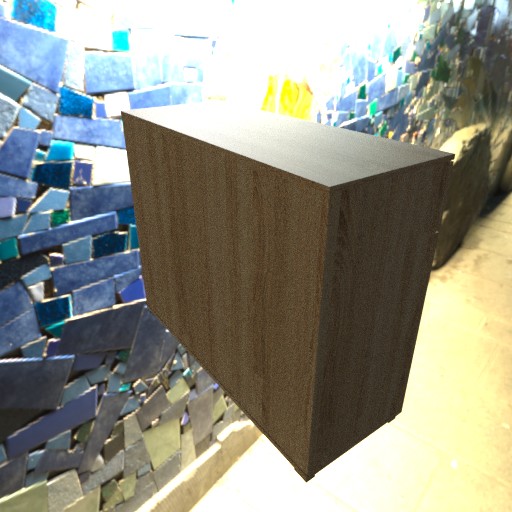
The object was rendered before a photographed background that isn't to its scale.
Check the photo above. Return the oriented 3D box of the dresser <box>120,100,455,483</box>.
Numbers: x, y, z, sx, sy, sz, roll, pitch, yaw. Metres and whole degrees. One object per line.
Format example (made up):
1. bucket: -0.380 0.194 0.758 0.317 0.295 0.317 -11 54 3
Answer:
1. dresser: 0.000 0.000 1.585 0.450 0.900 1.100 -19 33 -32
